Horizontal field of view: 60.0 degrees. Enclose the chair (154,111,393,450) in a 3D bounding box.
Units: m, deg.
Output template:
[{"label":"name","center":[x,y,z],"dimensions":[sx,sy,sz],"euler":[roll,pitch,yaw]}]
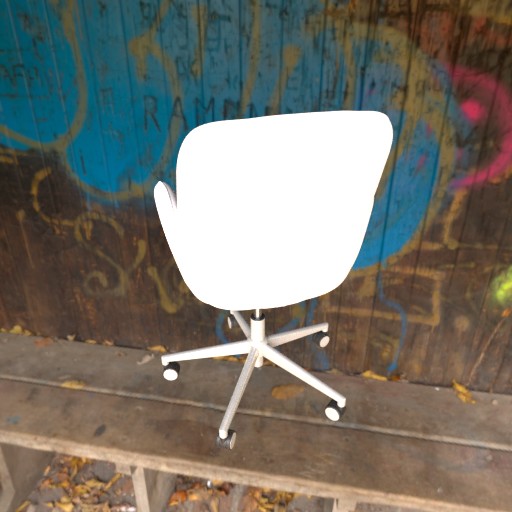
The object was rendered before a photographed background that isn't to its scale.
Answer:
[{"label":"chair","center":[0.000,0.000,1.383],"dimensions":[0.648,0.959,0.633],"euler":[-9,29,-16]}]
